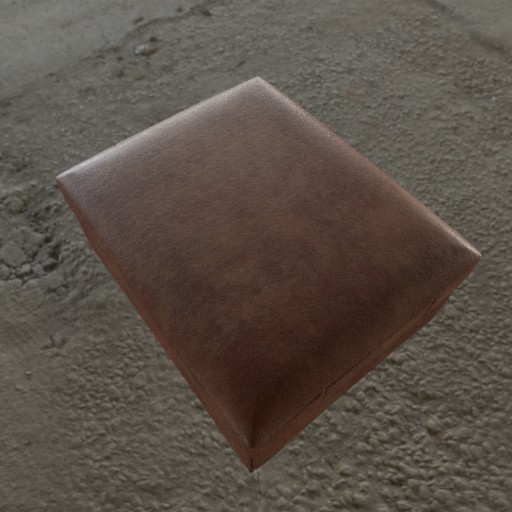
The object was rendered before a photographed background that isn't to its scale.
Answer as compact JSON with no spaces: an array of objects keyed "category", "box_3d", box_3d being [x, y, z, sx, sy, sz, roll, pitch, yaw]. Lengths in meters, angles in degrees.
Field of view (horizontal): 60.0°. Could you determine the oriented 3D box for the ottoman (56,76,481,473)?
[{"category":"ottoman","box_3d":[0.000,0.000,1.735,0.965,0.667,1.186,-34,64,-19]}]
